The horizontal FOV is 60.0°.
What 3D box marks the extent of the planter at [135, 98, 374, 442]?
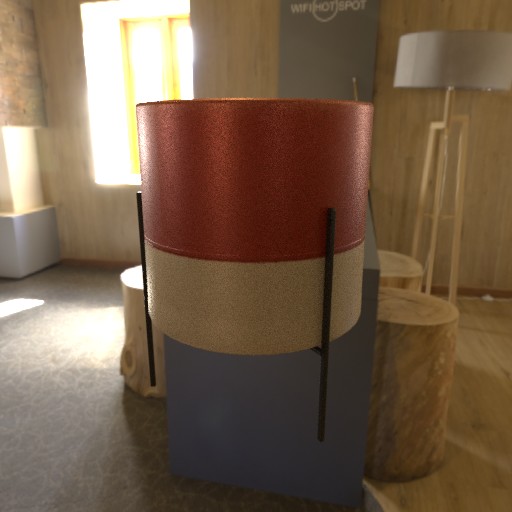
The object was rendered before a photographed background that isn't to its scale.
[{"bbox_3d":[0.000,0.000,0.721,0.345,0.465,0.354,8,18,26],"label":"planter"}]
